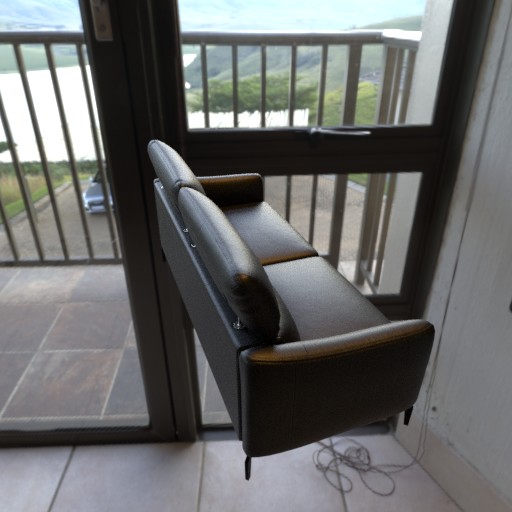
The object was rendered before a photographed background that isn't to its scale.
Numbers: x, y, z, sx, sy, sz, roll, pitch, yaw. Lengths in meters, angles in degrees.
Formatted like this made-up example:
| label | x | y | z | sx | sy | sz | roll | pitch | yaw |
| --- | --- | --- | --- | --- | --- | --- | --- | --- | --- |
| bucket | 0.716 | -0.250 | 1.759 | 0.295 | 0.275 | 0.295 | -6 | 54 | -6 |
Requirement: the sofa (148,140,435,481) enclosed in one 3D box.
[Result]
| label | x | y | z | sx | sy | sz | roll | pitch | yaw |
| --- | --- | --- | --- | --- | --- | --- | --- | --- | --- |
| sofa | 0.000 | 0.000 | 2.501 | 0.856 | 0.957 | 2.069 | -10 | 31 | -18 |
